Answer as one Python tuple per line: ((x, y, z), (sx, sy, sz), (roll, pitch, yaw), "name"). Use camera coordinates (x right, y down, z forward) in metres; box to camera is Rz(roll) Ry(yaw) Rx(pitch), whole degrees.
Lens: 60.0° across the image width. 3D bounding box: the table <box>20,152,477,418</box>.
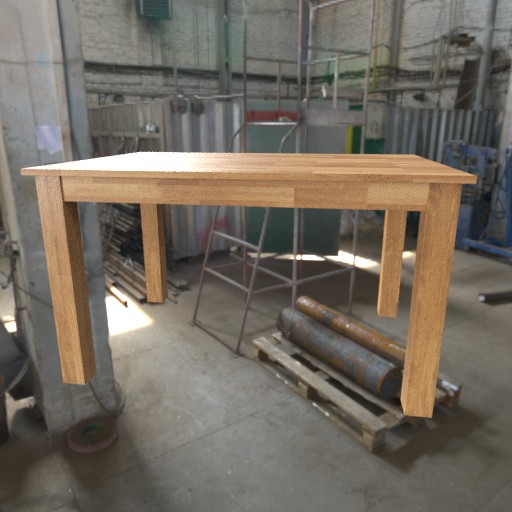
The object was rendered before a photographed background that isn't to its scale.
((0.000, 0.000, 1.774), (1.300, 0.750, 0.900), (3, 17, 9), "table")
